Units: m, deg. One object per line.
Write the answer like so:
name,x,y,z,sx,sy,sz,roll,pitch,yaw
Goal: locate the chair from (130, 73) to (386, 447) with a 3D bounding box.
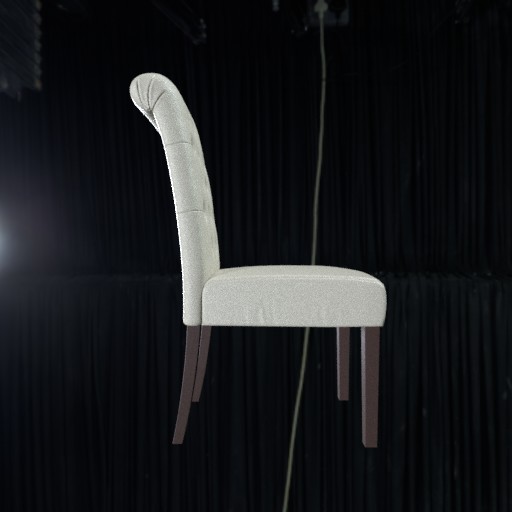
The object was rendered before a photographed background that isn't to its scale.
chair,0.000,0.000,1.365,0.671,1.006,0.456,0,1,0
